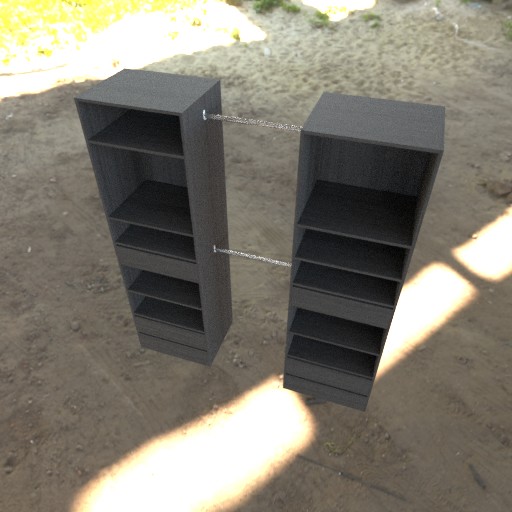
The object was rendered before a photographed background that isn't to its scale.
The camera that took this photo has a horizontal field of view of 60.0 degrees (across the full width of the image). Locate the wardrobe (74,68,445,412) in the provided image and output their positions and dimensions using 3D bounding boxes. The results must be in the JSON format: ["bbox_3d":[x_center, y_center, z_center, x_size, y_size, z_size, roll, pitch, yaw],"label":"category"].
[{"bbox_3d":[0.000,0.000,2.836,1.770,2.000,0.480,12,42,14],"label":"wardrobe"}]
